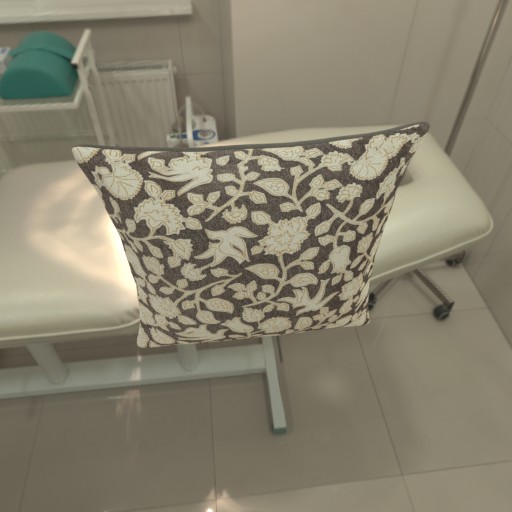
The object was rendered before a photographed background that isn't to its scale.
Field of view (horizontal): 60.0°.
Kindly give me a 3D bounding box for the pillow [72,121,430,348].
[{"bbox_3d":[0.000,0.000,0.822,0.526,0.507,0.166,-5,47,-5],"label":"pillow"}]
